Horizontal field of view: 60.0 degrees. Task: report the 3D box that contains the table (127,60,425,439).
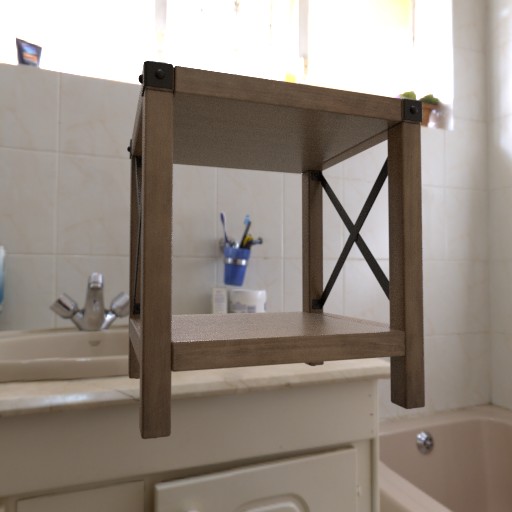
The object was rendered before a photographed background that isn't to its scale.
[{"bbox_3d":[0.000,0.000,0.930,0.510,0.561,0.459,1,-2,-18],"label":"table"}]
